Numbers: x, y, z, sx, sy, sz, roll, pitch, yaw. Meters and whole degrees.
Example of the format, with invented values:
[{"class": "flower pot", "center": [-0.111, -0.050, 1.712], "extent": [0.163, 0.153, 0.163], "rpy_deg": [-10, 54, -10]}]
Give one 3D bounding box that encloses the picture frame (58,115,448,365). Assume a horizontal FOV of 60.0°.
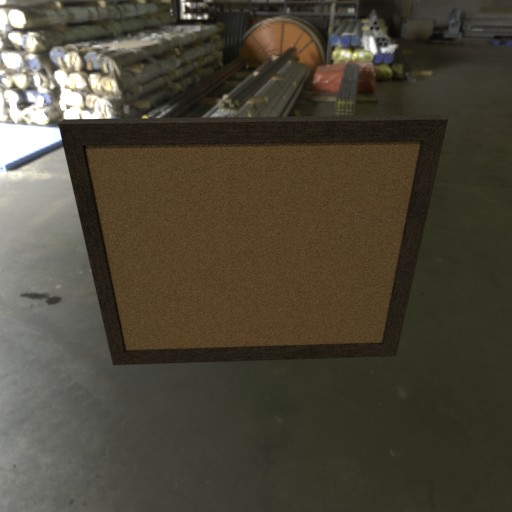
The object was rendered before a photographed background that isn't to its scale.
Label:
[{"class": "picture frame", "center": [0.000, 0.000, 0.748], "extent": [0.546, 0.455, 0.026], "rpy_deg": [-1, 31, -2]}]
